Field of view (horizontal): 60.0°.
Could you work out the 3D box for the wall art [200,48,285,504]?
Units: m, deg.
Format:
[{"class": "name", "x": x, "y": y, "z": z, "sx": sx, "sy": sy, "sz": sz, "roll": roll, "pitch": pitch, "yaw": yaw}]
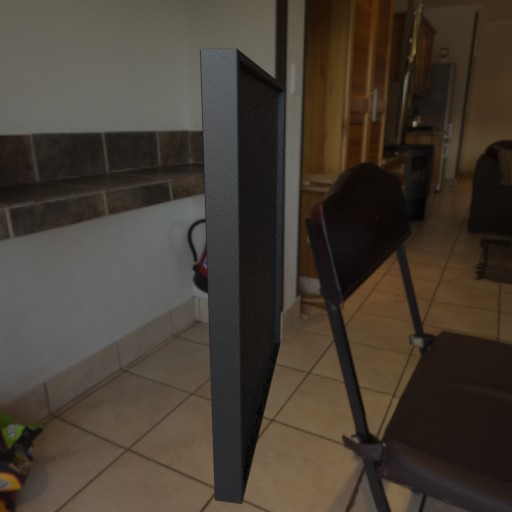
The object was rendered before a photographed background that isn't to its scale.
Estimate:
[{"class": "wall art", "x": 0.000, "y": 0.000, "z": 0.725, "sx": 0.039, "sy": 0.555, "sz": 0.449, "roll": 3, "pitch": 17, "yaw": 9}]
